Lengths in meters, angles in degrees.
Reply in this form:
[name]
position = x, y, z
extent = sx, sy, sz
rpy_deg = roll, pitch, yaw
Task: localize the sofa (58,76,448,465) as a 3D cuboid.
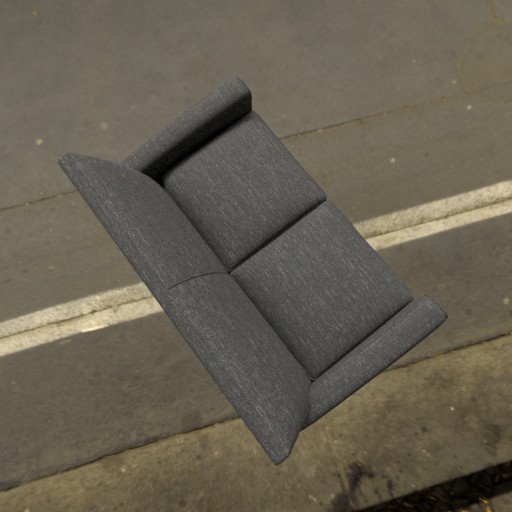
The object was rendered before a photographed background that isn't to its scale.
[sofa]
position = 0.000, 0.000, 2.004
extent = 0.875, 0.846, 1.420
rpy_deg = -37, 78, -9
